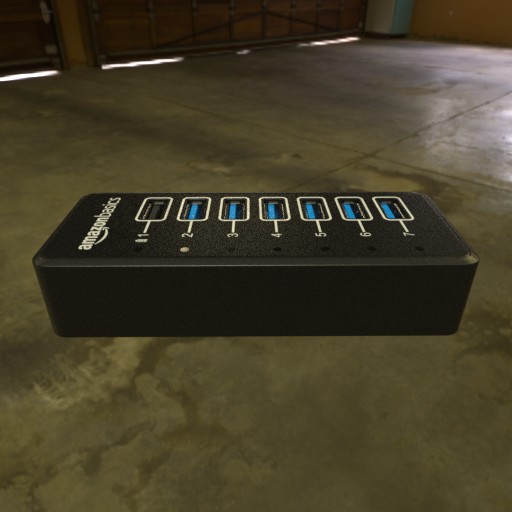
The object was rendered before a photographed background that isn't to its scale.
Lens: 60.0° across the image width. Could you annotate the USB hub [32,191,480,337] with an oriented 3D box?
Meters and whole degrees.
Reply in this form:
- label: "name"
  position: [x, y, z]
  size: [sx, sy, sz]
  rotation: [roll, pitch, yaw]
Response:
- label: "USB hub"
  position: [0.000, 0.000, 0.130]
  size: [0.110, 0.023, 0.044]
  rotation: [0, 31, 0]
